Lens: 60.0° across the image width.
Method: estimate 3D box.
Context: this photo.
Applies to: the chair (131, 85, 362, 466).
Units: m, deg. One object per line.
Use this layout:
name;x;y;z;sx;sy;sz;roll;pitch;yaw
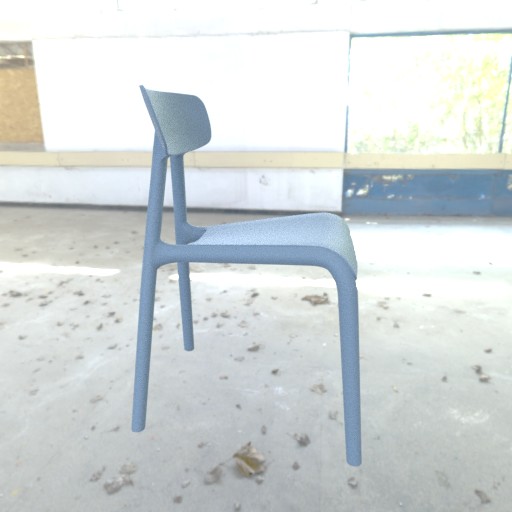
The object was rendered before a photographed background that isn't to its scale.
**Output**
chair;0.000;0.000;0.820;0.401;0.580;0.356;3;17;9
